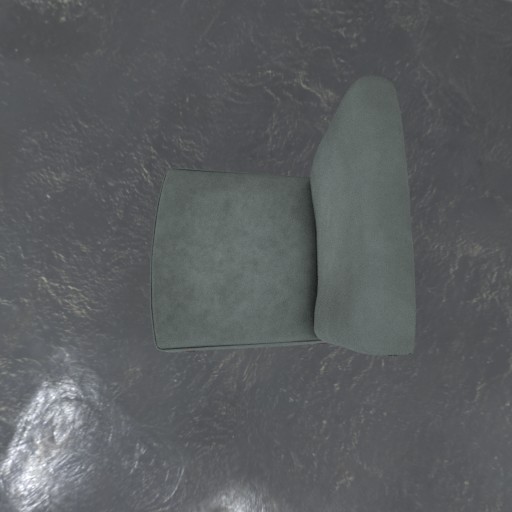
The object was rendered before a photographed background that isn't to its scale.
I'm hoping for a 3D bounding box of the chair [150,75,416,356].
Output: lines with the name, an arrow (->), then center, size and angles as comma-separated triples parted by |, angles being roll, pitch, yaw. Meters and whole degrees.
chair -> 0.000, 0.000, 1.164 | 0.554, 0.806, 0.521 | 0, 76, 0
